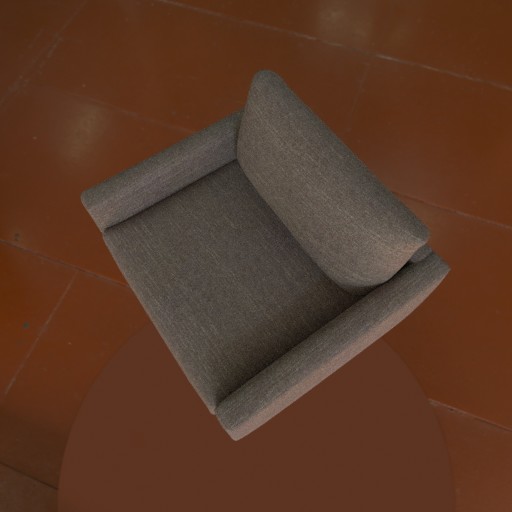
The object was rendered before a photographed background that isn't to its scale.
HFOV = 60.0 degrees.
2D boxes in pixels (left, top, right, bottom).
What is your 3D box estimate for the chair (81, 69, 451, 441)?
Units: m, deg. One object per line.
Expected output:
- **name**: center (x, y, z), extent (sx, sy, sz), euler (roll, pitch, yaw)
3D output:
- **chair**: center (0.000, 0.000, 1.581), extent (0.845, 0.841, 0.940), euler (-32, 69, -14)
